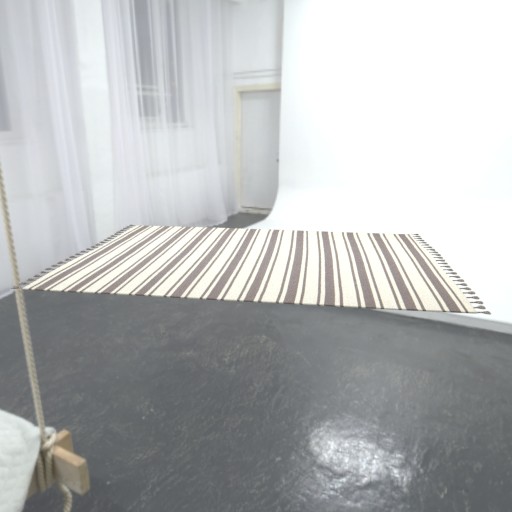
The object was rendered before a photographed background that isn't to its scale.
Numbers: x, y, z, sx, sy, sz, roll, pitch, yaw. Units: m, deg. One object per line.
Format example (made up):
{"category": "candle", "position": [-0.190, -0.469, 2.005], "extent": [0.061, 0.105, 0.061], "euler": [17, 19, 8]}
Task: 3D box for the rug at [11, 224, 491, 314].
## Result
{"category": "rug", "position": [0.000, 0.000, 2.925], "extent": [2.425, 0.014, 1.563], "euler": [2, 17, 8]}
